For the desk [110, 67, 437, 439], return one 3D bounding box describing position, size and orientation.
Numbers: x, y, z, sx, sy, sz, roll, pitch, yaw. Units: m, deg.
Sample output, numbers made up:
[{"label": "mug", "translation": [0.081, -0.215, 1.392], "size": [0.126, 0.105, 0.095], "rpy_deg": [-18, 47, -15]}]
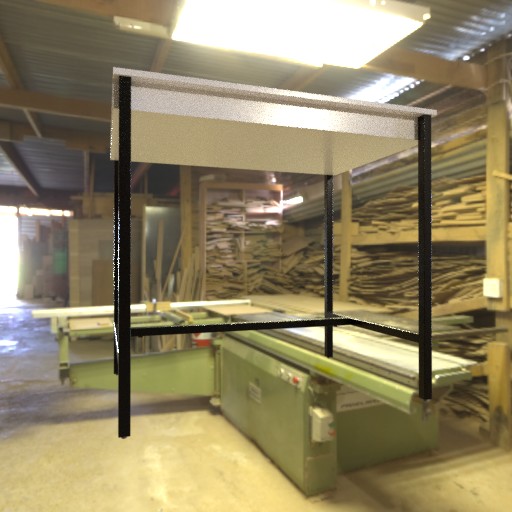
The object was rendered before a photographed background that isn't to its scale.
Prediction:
[{"label": "desk", "translation": [0.000, 0.000, 1.304], "size": [0.811, 0.766, 0.573], "rpy_deg": [0, -1, -19]}]
